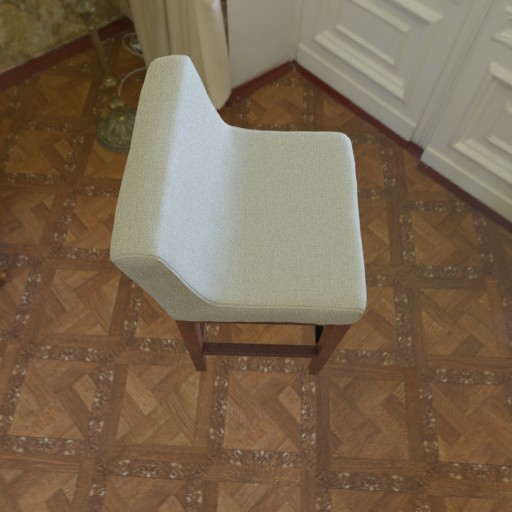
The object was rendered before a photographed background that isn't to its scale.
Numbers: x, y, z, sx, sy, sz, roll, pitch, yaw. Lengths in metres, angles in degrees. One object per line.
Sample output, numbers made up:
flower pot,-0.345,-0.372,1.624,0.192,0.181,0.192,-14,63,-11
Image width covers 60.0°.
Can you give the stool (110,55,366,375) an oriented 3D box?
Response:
stool,0.000,0.000,1.256,0.500,0.937,0.511,2,63,1
